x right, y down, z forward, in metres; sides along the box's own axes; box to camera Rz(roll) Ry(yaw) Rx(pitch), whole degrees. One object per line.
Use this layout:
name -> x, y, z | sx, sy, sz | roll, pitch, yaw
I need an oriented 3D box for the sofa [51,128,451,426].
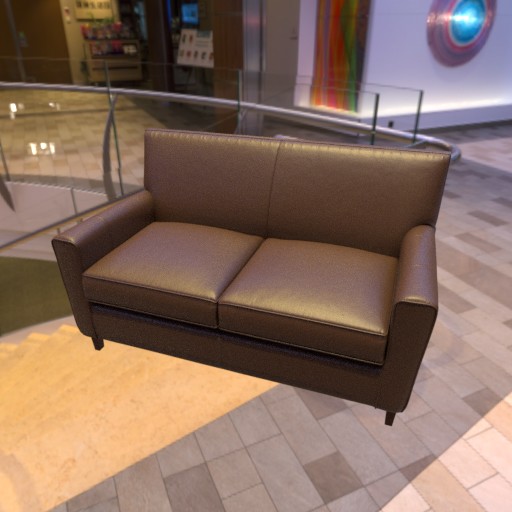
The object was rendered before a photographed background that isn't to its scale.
sofa -> 0.000, 0.000, 1.951 | 1.468, 0.859, 0.853 | 9, 29, 17
